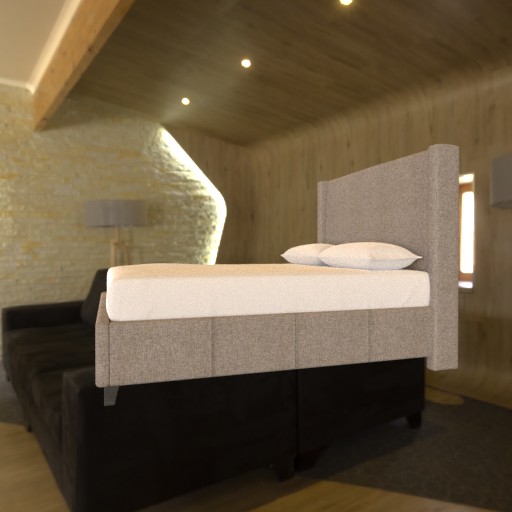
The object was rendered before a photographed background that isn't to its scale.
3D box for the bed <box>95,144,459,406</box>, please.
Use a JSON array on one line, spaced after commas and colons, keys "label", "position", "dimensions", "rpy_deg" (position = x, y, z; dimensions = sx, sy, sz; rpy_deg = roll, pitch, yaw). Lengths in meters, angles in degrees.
[{"label": "bed", "position": [0.000, 0.000, 3.358], "dimensions": [2.245, 1.476, 1.714], "rpy_deg": [0, 1, -18]}]
